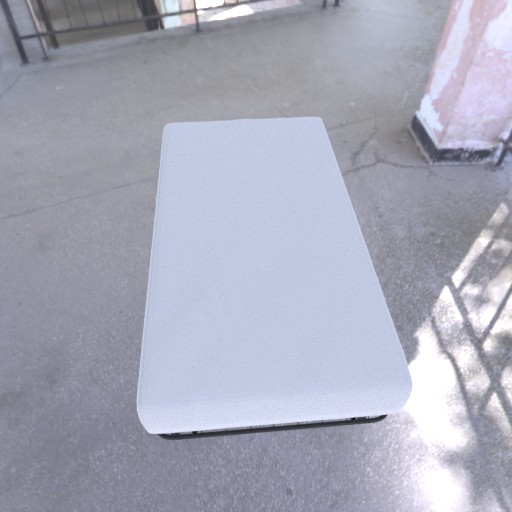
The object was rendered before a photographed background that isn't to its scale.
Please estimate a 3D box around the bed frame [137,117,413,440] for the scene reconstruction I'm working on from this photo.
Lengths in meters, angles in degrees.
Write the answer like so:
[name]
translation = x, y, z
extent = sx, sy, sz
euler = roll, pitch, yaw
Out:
[bed frame]
translation = 0.000, 0.000, 2.403
extent = 1.025, 0.640, 1.908
euler = -4, 48, -3
